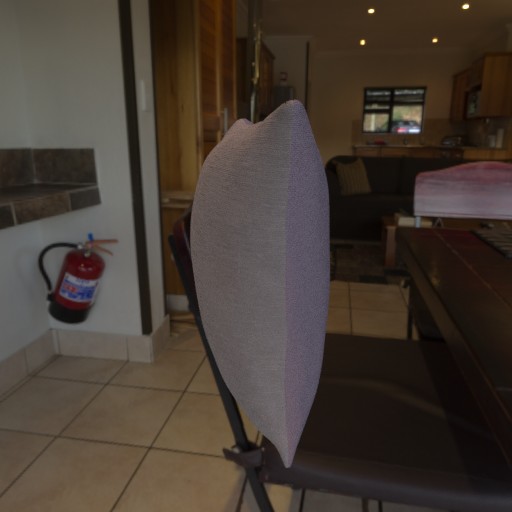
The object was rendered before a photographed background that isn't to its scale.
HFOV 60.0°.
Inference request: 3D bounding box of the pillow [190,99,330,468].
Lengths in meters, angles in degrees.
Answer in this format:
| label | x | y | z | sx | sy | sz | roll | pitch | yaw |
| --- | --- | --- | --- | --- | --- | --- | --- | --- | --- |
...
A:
| label | x | y | z | sx | sy | sz | roll | pitch | yaw |
| --- | --- | --- | --- | --- | --- | --- | --- | --- | --- |
| pillow | 0.000 | 0.000 | 0.704 | 0.204 | 0.439 | 0.452 | -2 | 15 | -8 |
